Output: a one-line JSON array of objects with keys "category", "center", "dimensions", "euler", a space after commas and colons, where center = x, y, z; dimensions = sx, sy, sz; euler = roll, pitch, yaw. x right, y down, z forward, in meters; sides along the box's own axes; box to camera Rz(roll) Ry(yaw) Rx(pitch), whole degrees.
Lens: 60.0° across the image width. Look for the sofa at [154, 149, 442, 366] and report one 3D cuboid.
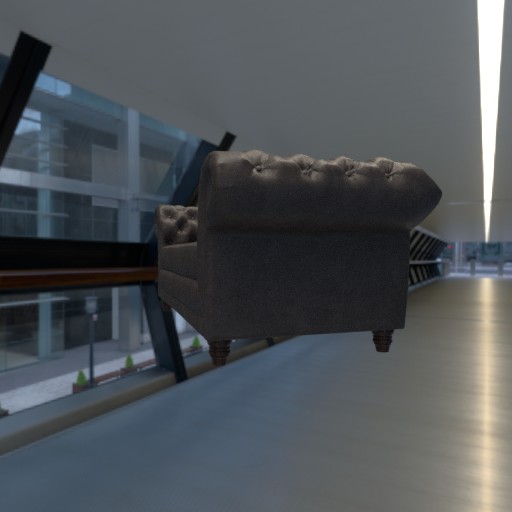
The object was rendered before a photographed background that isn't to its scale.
[{"category": "sofa", "center": [0.000, 0.000, 2.487], "dimensions": [0.944, 0.779, 2.048], "euler": [0, 1, -18]}]
